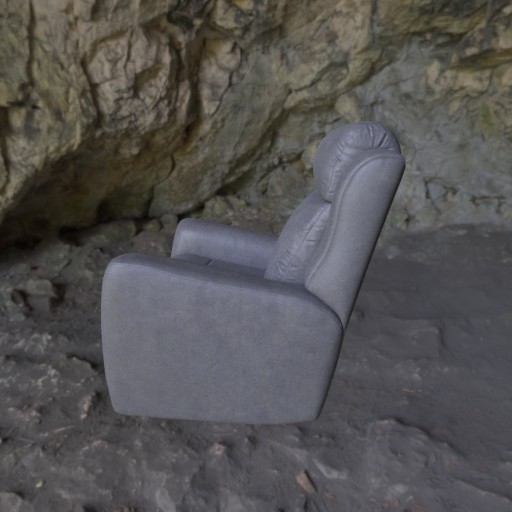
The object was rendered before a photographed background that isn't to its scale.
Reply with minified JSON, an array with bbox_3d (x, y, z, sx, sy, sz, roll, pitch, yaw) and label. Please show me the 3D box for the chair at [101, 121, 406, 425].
[{"bbox_3d":[0.000,0.000,1.955,1.068,1.116,0.967,2,15,7],"label":"chair"}]
